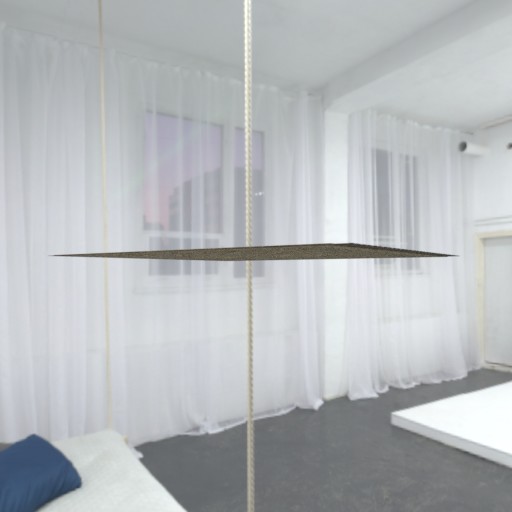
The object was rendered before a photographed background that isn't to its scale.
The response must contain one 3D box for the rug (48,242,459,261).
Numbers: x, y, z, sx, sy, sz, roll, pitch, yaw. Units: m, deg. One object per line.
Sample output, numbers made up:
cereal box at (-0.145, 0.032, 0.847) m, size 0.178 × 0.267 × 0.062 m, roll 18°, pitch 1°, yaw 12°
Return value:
rug at (0.000, 0.000, 4.197) m, size 3.056 × 0.010 × 2.437 m, roll -2°, pitch -3°, yaw 37°
